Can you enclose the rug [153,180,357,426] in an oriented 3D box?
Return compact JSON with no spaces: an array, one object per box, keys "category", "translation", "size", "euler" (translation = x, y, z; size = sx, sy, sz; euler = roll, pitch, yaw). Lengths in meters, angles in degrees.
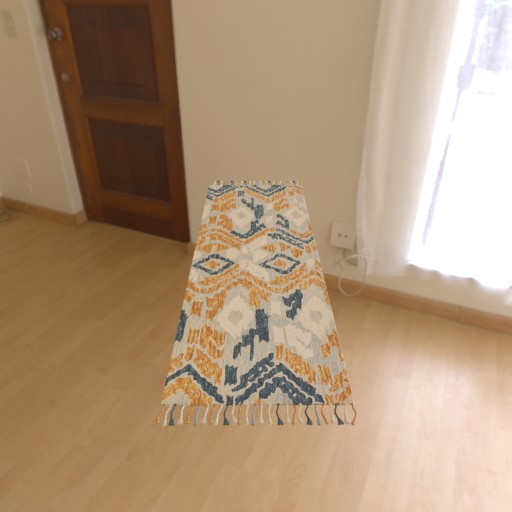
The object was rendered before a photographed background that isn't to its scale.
[{"category":"rug","translation":[0.000,0.000,2.693],"size":[0.783,0.010,2.437],"euler":[0,31,0]}]
